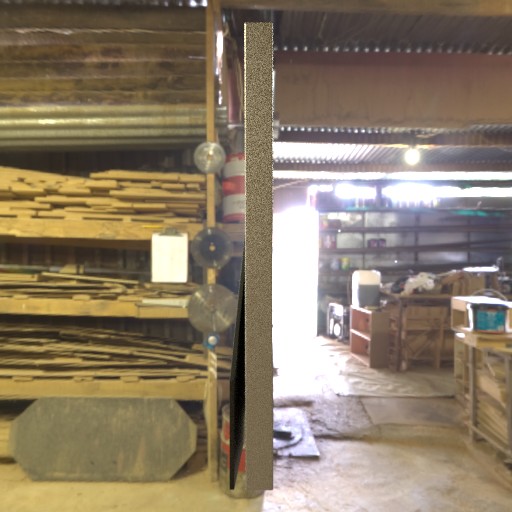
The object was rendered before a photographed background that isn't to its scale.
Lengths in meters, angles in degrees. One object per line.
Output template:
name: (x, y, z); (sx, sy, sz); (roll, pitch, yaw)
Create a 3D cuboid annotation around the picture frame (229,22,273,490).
picture frame: (0.000, 0.000, 0.519); (0.036, 0.386, 0.307); (0, 0, 1)
